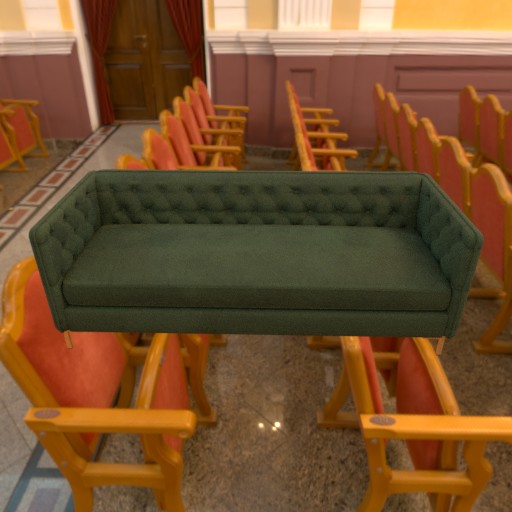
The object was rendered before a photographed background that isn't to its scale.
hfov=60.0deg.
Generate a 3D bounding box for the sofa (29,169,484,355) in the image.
[{"bbox_3d":[0.000,0.000,2.639,2.209,0.771,0.895,1,30,1],"label":"sofa"}]
